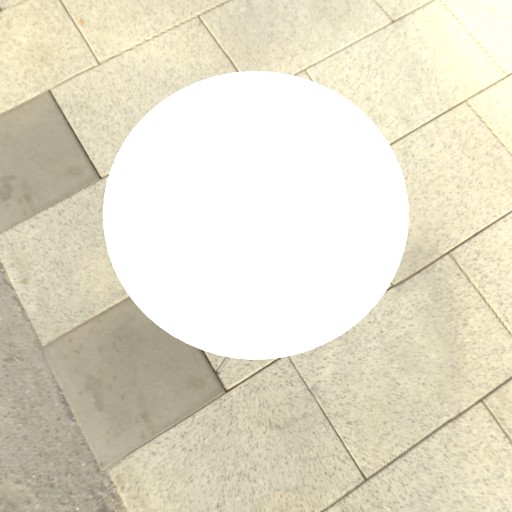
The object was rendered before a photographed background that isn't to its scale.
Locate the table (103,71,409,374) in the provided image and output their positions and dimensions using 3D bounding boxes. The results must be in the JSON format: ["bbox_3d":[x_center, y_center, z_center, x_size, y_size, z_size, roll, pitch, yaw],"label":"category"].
[{"bbox_3d":[0.000,0.000,1.679,0.795,1.105,0.792,-33,78,-8],"label":"table"}]
